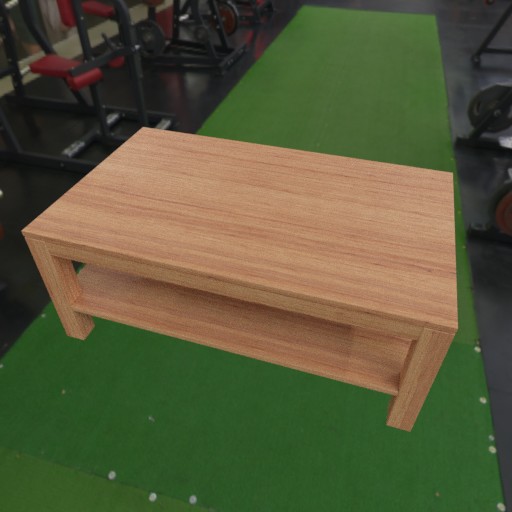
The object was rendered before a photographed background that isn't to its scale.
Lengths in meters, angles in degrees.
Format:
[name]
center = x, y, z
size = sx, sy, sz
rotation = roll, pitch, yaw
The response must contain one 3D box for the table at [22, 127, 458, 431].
[table]
center = 0.000, 0.000, 1.497
size = 1.146, 0.457, 0.695
rotation = 12, 42, 13
